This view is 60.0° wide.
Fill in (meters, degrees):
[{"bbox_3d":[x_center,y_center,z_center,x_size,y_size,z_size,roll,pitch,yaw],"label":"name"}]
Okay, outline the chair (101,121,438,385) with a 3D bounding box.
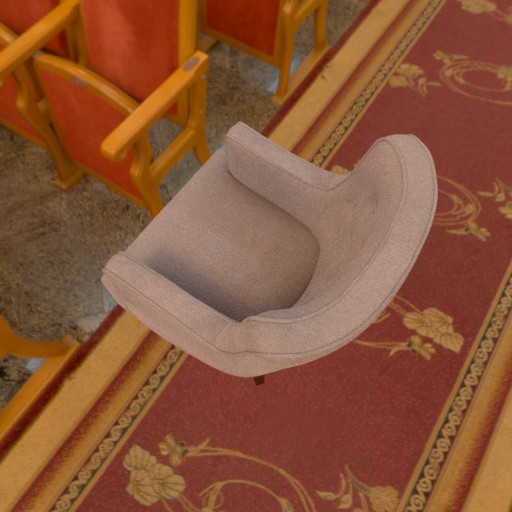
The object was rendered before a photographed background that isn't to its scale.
[{"bbox_3d":[0.000,0.000,1.570,0.910,0.919,0.781,31,67,15],"label":"chair"}]
